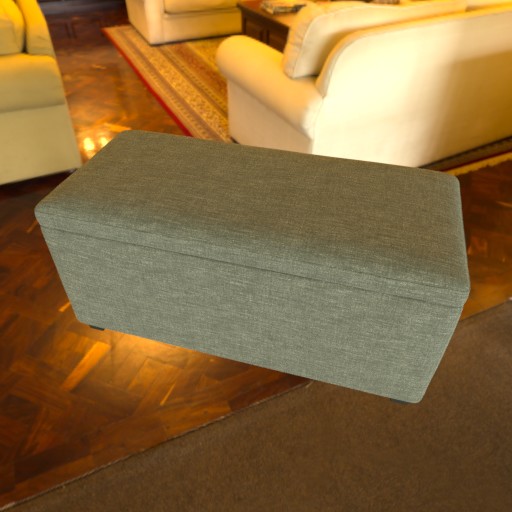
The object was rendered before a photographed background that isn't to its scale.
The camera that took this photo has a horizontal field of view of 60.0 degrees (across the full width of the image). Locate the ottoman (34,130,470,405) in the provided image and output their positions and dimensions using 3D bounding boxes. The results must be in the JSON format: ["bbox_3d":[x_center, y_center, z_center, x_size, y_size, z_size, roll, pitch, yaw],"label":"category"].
[{"bbox_3d":[0.000,0.000,1.114,0.902,0.432,0.419,11,42,12],"label":"ottoman"}]
